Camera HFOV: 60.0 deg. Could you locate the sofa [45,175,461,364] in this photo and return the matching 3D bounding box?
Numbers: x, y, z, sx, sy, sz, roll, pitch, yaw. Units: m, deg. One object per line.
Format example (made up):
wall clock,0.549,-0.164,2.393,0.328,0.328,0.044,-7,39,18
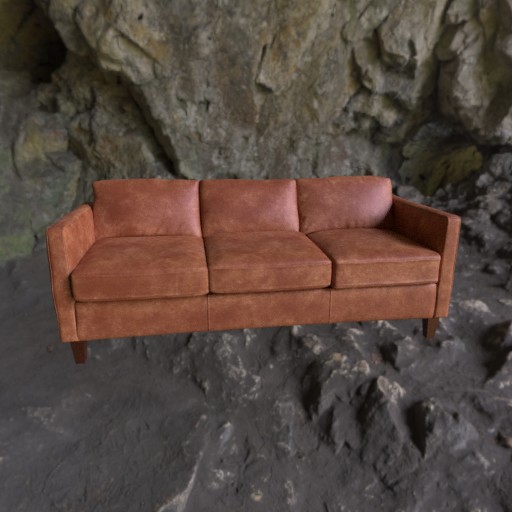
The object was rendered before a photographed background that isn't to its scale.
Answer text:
sofa,0.000,0.000,3.062,2.464,1.006,1.045,-2,16,-8
